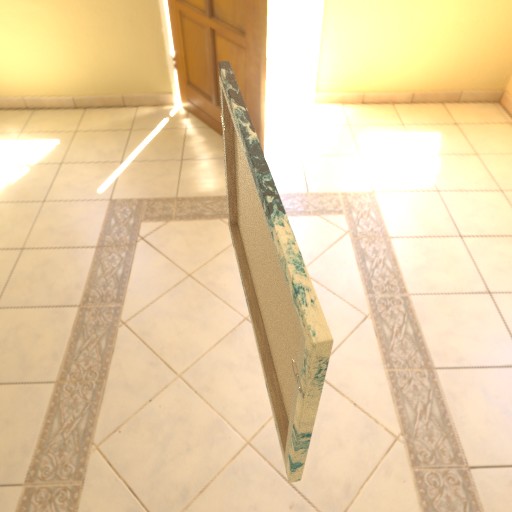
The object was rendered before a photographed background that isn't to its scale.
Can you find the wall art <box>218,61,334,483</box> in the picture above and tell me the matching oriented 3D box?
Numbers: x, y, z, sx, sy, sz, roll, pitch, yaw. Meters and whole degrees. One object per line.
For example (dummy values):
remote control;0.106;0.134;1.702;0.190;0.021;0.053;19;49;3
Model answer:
wall art;0.000;0.000;1.882;0.055;1.017;1.524;-8;47;-8
